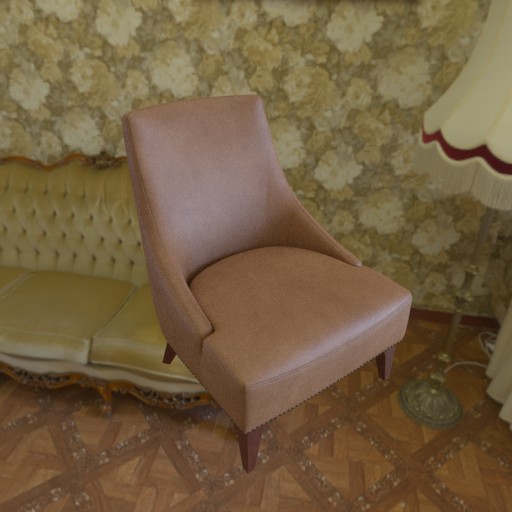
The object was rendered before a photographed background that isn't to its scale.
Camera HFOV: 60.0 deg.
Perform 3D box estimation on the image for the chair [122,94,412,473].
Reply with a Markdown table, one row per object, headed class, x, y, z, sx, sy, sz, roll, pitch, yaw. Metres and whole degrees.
| class | x | y | z | sx | sy | sz | roll | pitch | yaw |
| --- | --- | --- | --- | --- | --- | --- | --- | --- | --- |
| chair | 0.000 | 0.000 | 1.522 | 0.701 | 0.909 | 0.861 | -20 | 36 | -31 |
